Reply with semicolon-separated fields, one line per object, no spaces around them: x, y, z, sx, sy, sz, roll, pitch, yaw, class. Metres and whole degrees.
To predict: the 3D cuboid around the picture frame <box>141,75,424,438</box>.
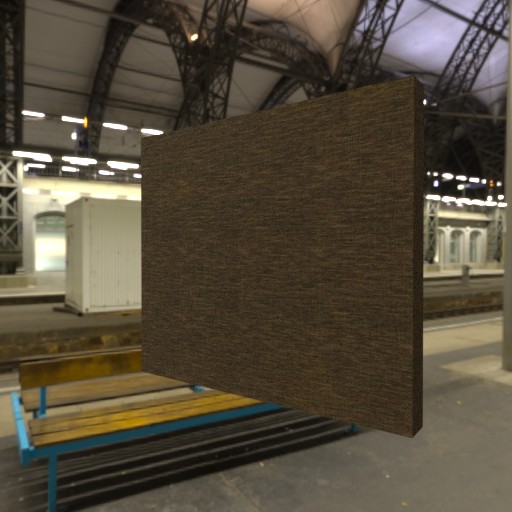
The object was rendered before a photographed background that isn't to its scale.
0.000;0.000;0.528;0.378;0.330;0.033;0;1;36;picture frame
